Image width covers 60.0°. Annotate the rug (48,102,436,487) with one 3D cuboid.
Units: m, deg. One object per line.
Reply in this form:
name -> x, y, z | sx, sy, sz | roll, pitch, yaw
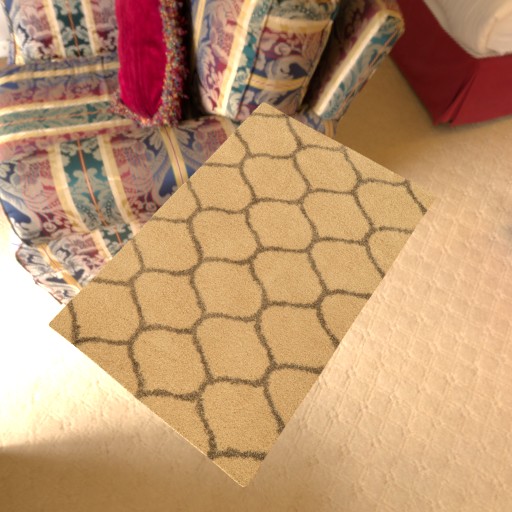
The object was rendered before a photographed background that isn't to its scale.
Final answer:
rug -> 0.000, 0.000, 3.480 | 1.801, 0.026, 2.701 | 33, 68, 15
